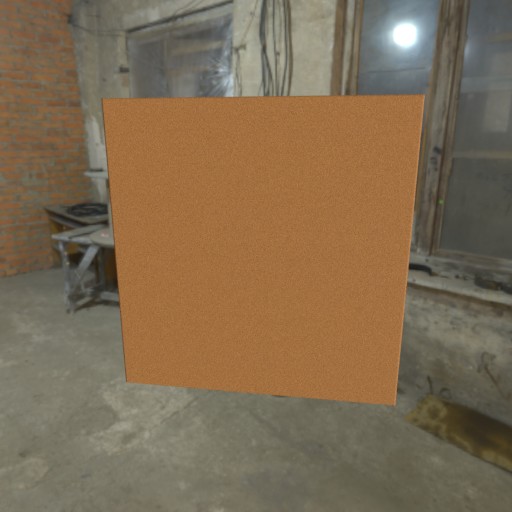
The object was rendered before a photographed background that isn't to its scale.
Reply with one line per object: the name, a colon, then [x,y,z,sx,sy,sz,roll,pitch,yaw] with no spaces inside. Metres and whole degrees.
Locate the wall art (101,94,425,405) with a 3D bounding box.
wall art: [0.000,0.000,0.845,0.554,0.572,0.037,2,16,9]
